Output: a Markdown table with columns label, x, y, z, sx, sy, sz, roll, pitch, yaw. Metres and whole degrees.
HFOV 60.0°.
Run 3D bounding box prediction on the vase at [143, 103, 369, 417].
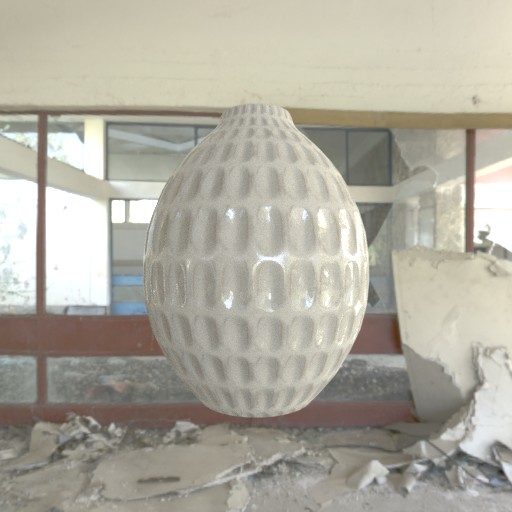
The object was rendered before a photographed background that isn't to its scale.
| label | x | y | z | sx | sy | sz | roll | pitch | yaw |
| --- | --- | --- | --- | --- | --- | --- | --- | --- | --- |
| vase | 0.000 | 0.000 | 0.259 | 0.128 | 0.167 | 0.128 | 0 | 0 | 0 |
